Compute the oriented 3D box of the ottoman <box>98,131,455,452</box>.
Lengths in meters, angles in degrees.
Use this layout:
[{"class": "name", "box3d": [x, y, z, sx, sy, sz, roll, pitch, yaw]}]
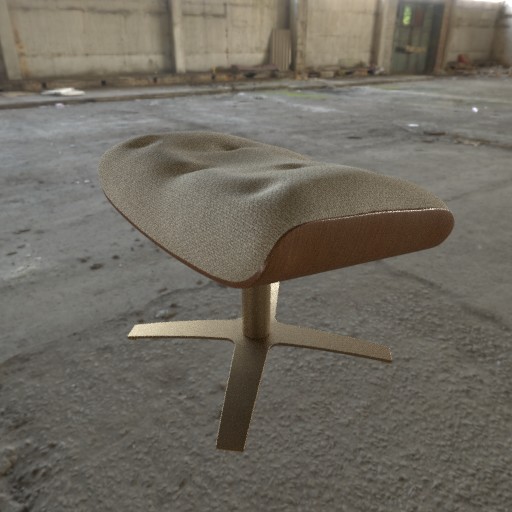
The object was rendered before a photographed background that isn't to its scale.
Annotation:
[{"class": "ottoman", "box3d": [0.000, 0.000, 0.796, 0.394, 0.391, 0.520, -18, 30, -33]}]
